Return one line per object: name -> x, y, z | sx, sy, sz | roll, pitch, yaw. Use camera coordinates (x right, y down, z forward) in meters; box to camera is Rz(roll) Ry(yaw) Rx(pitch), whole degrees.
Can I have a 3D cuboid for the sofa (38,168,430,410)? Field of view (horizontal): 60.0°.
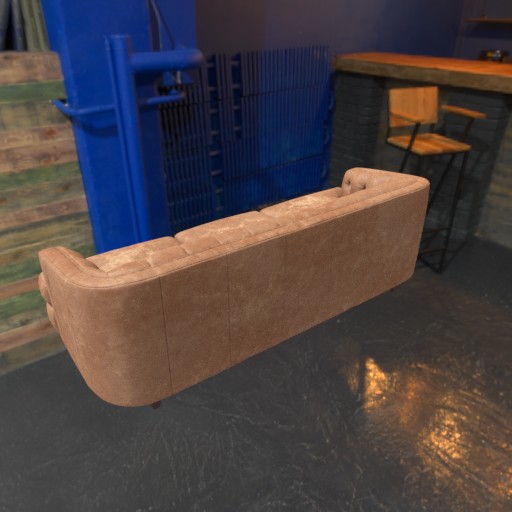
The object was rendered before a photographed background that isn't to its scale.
sofa -> 0.000, 0.000, 2.636 | 2.257, 0.791, 0.922 | -19, 35, -30
